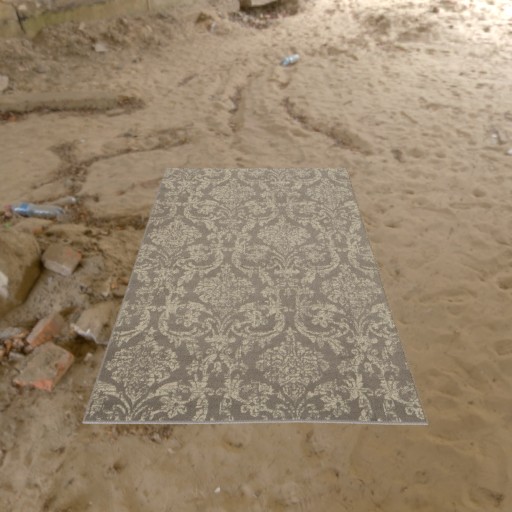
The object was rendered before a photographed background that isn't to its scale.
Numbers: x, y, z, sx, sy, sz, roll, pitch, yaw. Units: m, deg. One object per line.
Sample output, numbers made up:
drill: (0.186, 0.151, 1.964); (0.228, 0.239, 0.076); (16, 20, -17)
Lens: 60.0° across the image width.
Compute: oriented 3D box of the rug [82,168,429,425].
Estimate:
rug: (0.000, 0.000, 3.375); (1.819, 0.018, 2.746); (0, 40, 0)
